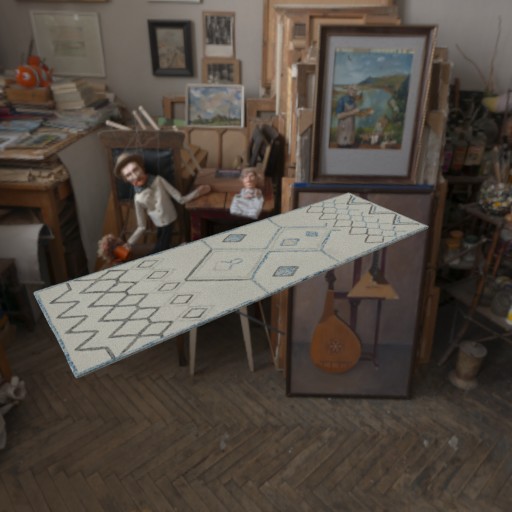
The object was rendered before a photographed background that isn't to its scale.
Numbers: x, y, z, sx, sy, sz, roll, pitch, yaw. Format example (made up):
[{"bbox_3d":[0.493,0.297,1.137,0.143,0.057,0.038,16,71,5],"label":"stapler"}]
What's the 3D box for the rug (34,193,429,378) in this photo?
[{"bbox_3d":[0.000,0.000,2.760,2.434,0.013,0.770,-20,36,-30],"label":"rug"}]
